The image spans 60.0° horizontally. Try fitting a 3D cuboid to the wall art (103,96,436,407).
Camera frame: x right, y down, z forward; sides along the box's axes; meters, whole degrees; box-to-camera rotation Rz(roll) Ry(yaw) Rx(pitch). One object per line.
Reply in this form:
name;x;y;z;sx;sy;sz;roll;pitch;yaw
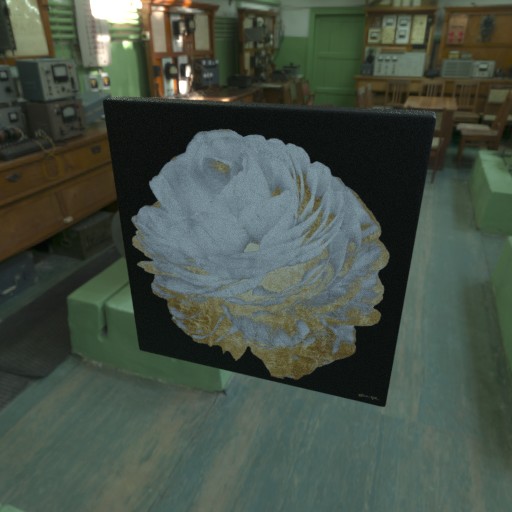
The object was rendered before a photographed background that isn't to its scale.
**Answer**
wall art;0.000;0.000;0.622;0.406;0.407;0.041;9;28;17
